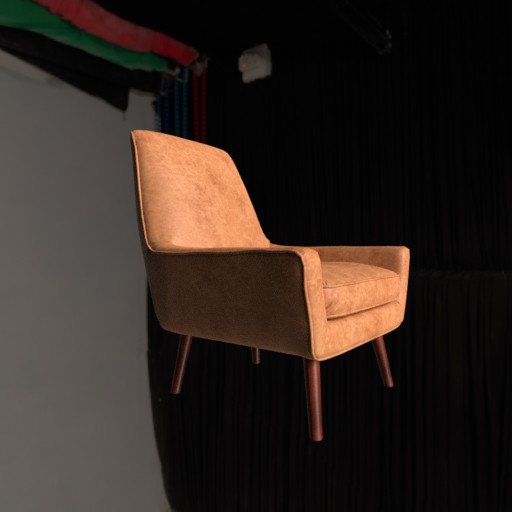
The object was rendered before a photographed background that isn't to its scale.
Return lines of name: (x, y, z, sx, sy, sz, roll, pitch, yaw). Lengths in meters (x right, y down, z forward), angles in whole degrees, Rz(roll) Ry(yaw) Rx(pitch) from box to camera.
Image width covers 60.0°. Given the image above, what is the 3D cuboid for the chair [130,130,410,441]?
chair: (0.000, 0.000, 1.514, 0.851, 0.883, 0.753, 1, 2, 36)
